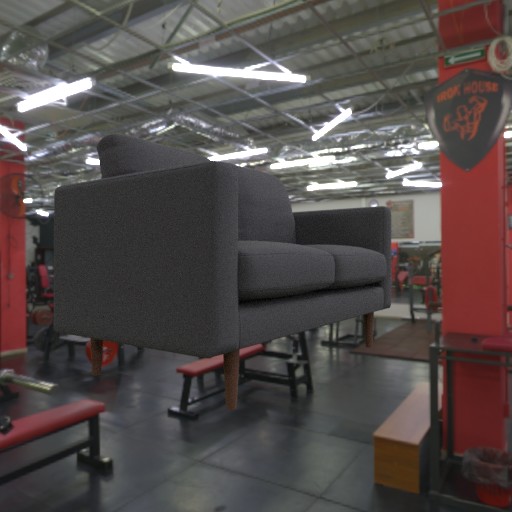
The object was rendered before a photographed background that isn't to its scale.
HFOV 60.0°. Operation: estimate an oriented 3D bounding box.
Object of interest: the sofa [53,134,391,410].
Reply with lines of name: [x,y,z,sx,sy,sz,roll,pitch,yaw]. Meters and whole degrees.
sofa: [0.000,0.000,1.942,0.796,0.908,1.430,0,0,35]
